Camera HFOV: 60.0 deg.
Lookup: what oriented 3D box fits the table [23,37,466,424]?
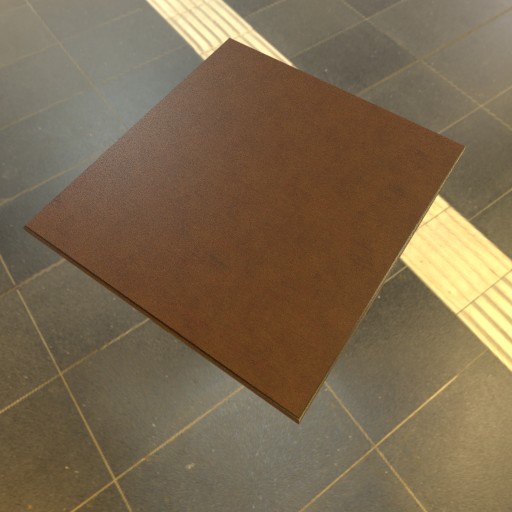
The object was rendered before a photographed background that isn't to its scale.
[{"bbox_3d":[0.000,0.000,1.047,0.560,0.562,0.602,31,67,15],"label":"table"}]
